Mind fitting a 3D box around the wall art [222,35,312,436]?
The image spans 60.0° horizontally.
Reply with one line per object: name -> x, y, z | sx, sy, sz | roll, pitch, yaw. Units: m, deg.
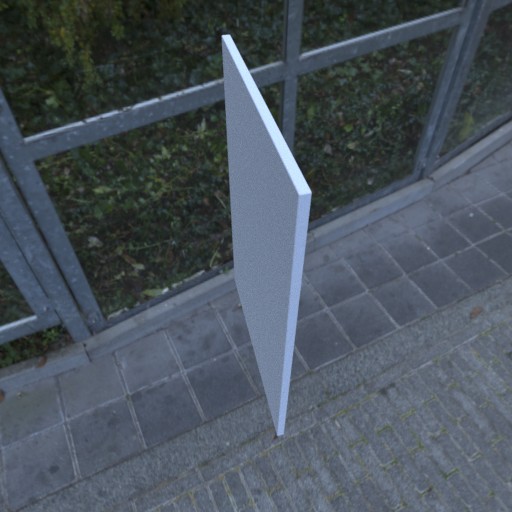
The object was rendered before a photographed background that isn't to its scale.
wall art -> 0.000, 0.000, 0.630 | 0.011, 0.482, 0.329 | -10, 48, -9
